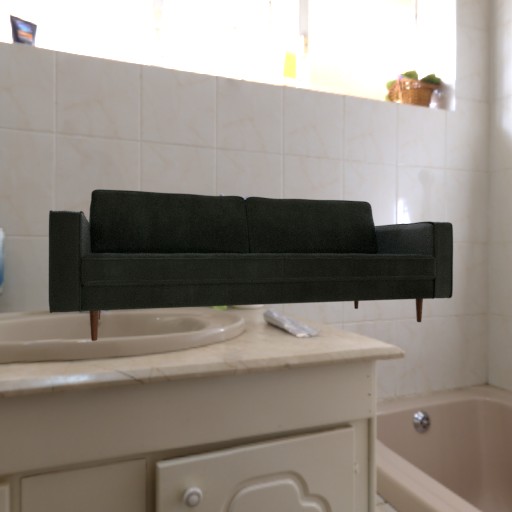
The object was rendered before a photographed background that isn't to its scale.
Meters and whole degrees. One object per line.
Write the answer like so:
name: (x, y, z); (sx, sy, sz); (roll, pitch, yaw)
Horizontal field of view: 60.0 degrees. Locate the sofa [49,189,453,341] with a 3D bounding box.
sofa: (0.000, 0.000, 2.661); (2.214, 0.781, 0.886); (0, 0, -19)
